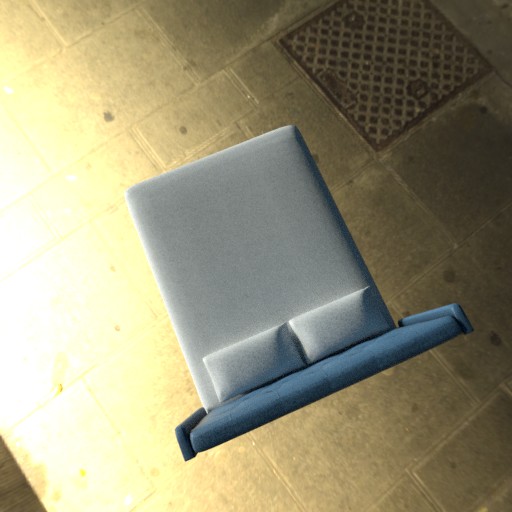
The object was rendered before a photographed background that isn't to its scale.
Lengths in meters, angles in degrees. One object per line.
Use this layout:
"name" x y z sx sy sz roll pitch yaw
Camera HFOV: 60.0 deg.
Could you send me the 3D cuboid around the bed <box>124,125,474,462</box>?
"bed" 0.000 0.000 3.350 1.719 1.665 2.078 -23 78 -5
